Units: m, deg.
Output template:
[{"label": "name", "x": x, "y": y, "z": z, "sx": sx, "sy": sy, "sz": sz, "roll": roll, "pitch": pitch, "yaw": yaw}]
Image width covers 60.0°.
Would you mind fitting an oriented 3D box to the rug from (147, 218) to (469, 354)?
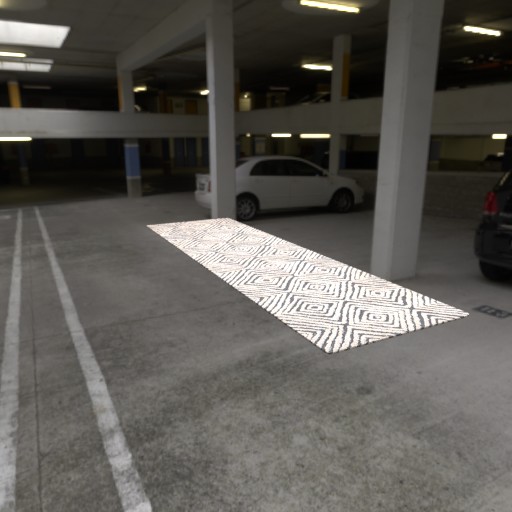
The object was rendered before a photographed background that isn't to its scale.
[{"label": "rug", "x": 0.000, "y": 0.000, "z": 2.526, "sx": 0.676, "sy": 0.008, "sz": 2.277, "roll": -8, "pitch": 17, "yaw": -27}]
